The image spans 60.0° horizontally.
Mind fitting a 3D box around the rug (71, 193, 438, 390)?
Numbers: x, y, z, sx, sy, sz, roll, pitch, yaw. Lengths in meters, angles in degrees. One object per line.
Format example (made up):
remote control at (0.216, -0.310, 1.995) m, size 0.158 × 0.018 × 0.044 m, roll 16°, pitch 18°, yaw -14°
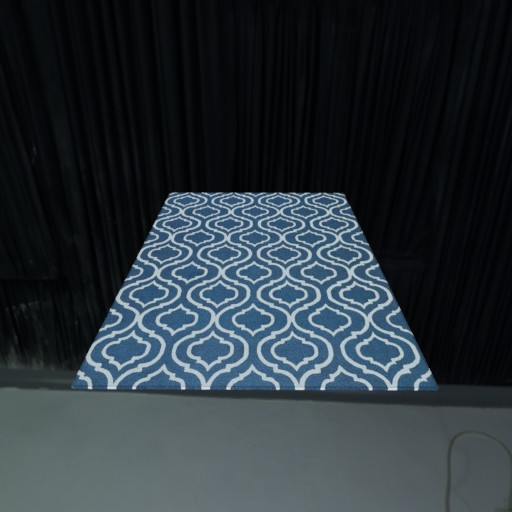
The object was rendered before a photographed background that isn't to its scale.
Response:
rug at (0.000, 0.000, 2.147) m, size 1.143 × 0.010 × 1.753 m, roll 0°, pitch 28°, yaw 0°
